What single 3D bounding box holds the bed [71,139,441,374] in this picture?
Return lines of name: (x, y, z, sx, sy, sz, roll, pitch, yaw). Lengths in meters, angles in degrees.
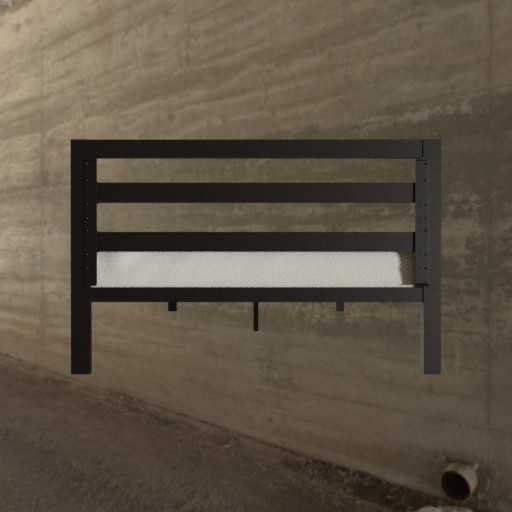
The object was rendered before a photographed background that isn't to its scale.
bed: (0.000, 0.000, 2.840, 1.524, 0.967, 2.062, 0, 0, 0)
